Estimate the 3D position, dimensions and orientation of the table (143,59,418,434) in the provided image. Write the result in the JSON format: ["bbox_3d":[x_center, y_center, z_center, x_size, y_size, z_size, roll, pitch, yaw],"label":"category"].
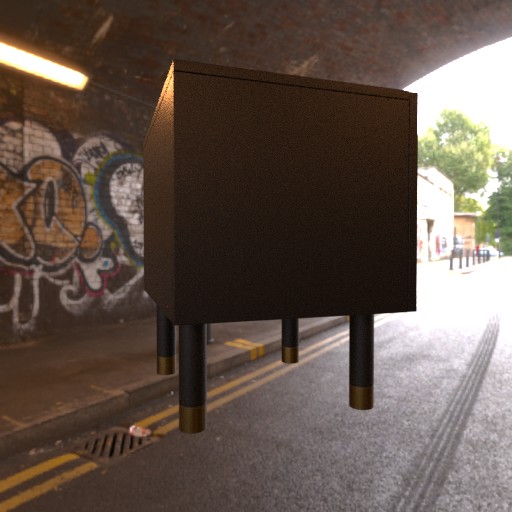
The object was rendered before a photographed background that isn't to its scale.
[{"bbox_3d":[0.000,0.000,0.984,0.441,0.584,0.564,0,1,-19],"label":"table"}]
